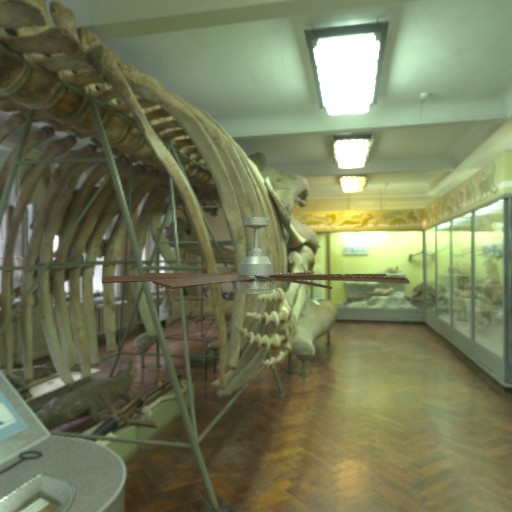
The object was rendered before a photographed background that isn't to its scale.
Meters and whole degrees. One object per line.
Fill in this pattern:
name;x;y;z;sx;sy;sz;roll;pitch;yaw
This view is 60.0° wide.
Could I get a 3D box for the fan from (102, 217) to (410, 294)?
fan;0.000;0.000;2.787;1.830;0.472;1.830;0;-1;-18
